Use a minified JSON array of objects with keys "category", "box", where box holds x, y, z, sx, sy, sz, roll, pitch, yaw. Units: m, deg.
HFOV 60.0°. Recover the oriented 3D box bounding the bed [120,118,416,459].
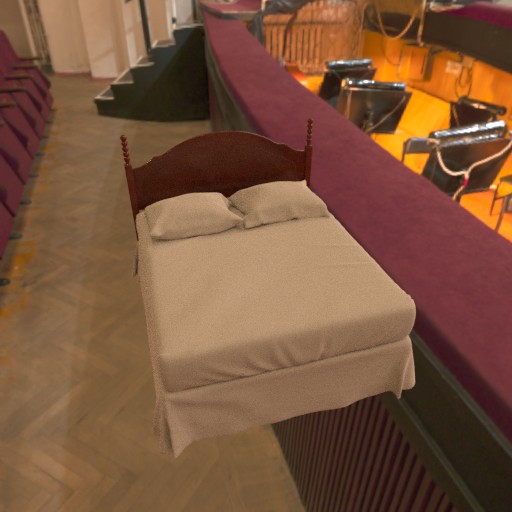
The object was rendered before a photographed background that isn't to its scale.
[{"category":"bed","box":[0.000,0.000,3.278,1.873,1.356,2.040,-9,34,-14]}]
